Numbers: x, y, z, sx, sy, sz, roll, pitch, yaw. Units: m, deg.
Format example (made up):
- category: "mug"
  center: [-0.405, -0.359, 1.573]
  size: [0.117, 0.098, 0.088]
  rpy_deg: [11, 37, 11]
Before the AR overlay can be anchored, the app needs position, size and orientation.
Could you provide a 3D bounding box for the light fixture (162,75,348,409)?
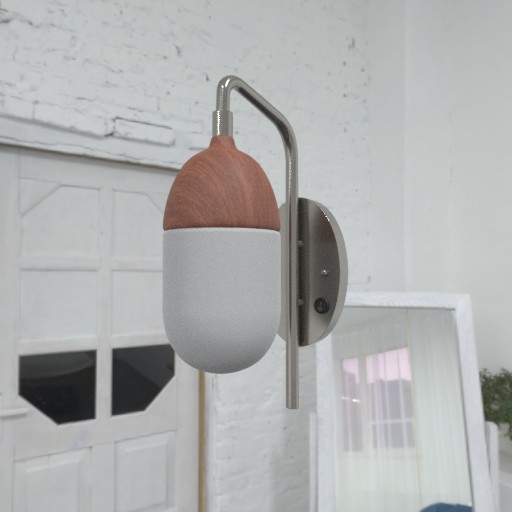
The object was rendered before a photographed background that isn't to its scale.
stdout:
- category: "light fixture"
  center: [0.000, 0.000, 0.450]
  size: [0.108, 0.343, 0.216]
  rpy_deg: [-1, -1, 35]
